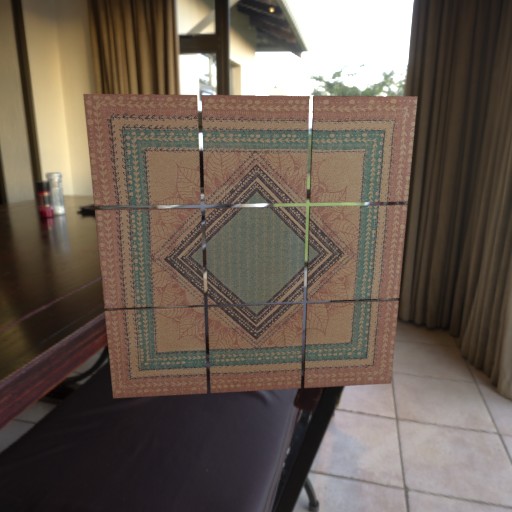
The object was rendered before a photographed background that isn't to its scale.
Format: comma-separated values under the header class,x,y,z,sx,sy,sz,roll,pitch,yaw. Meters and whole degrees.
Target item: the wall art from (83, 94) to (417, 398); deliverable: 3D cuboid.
class,x,y,z,sx,sy,sz,roll,pitch,yaw
wall art,0.000,0.000,1.338,0.915,0.914,0.013,-1,16,-5
